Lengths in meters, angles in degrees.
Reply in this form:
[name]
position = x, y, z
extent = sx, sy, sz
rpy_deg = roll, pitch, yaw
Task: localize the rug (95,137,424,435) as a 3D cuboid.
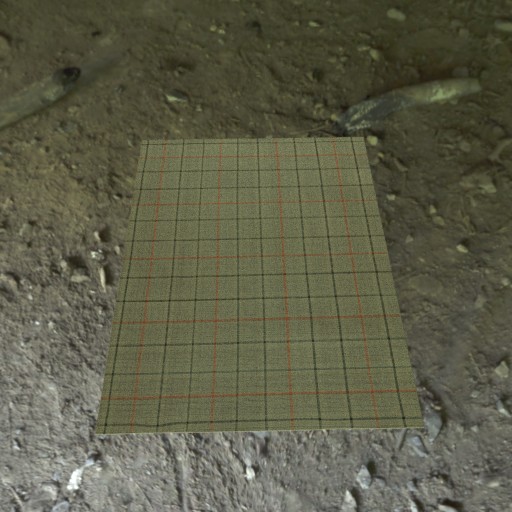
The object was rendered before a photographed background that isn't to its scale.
[rug]
position = 0.000, 0.000, 4.079
extent = 2.444, 0.012, 3.048
rpy_deg = -1, 58, -1
